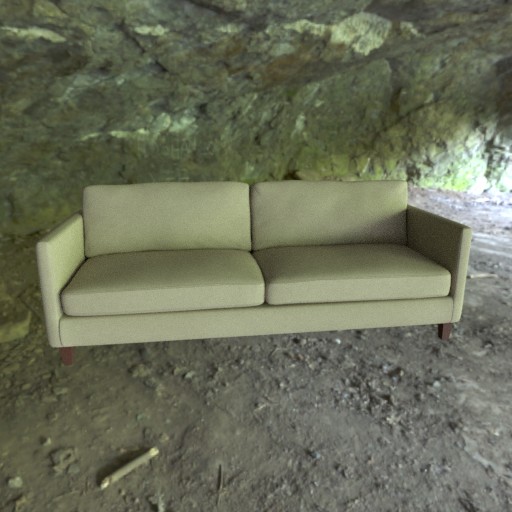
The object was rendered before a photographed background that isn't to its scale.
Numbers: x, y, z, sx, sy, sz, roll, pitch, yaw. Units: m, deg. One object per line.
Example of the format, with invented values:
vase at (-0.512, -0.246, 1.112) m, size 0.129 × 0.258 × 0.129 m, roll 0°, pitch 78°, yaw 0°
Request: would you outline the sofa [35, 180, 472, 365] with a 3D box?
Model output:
sofa at (0.000, 0.000, 2.881) m, size 2.404 × 0.912 × 0.988 m, roll -2°, pitch 16°, yaw -8°
